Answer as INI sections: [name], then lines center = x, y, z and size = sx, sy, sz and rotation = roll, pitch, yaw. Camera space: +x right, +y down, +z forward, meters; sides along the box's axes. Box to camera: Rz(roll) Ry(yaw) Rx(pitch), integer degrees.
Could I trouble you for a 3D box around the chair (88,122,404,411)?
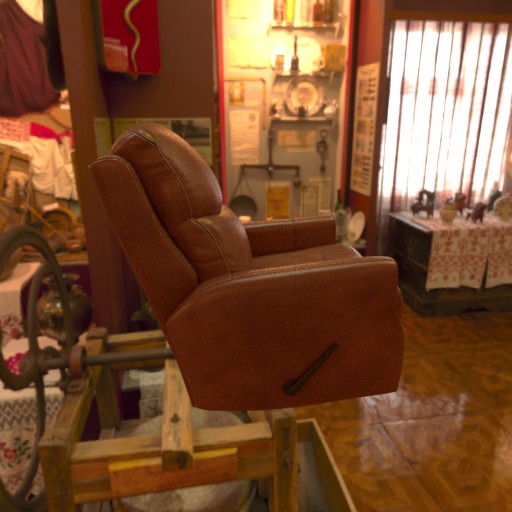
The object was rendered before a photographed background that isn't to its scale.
[chair]
center = 0.000, 0.000, 1.765
size = 1.072, 1.016, 0.821
rotation = -3, 18, -8
